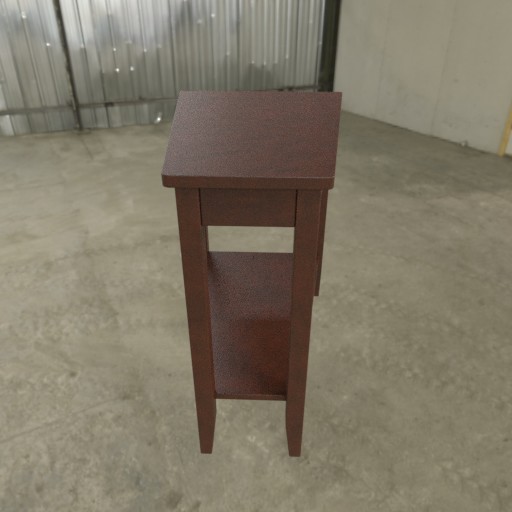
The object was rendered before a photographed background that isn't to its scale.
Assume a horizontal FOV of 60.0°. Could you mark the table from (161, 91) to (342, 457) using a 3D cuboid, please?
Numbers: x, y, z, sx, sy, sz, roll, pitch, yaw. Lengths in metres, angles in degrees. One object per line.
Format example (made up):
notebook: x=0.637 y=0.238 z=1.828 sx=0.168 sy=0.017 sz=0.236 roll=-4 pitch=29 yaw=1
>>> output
table: x=0.000 y=0.000 z=0.981 sx=0.399 sy=0.589 sz=0.605 roll=1 pitch=30 yaw=2
